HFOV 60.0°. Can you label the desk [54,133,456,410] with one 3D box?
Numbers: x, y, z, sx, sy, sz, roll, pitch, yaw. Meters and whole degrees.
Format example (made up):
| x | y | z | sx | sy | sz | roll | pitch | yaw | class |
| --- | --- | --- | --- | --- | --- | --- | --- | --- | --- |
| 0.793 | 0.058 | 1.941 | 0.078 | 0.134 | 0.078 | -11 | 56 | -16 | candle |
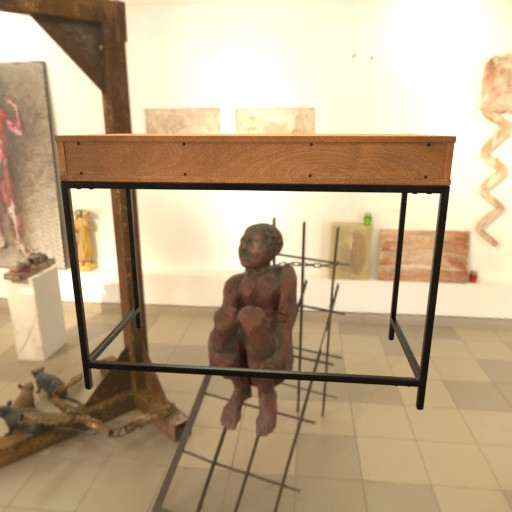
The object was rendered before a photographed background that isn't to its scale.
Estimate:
| x | y | z | sx | sy | sz | roll | pitch | yaw | class |
| --- | --- | --- | --- | --- | --- | --- | --- | --- | --- |
| 0.000 | 0.000 | 1.443 | 1.016 | 0.762 | 0.470 | 2 | 16 | 6 | desk |
